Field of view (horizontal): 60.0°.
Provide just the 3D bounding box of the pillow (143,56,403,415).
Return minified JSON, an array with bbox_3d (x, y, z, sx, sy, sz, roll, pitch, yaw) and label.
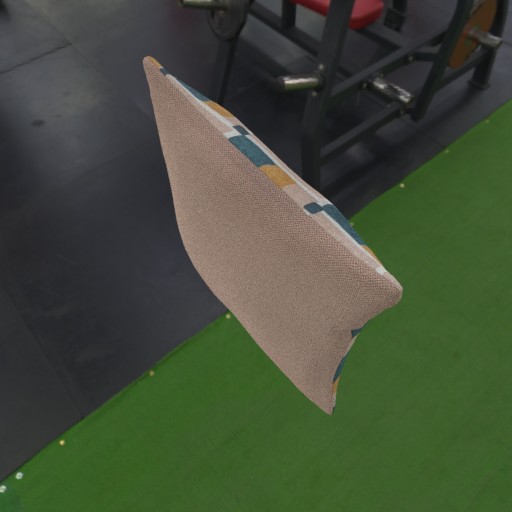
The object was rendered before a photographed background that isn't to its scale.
[{"bbox_3d":[0.000,0.000,0.721,0.158,0.479,0.478,-33,63,-19],"label":"pillow"}]
